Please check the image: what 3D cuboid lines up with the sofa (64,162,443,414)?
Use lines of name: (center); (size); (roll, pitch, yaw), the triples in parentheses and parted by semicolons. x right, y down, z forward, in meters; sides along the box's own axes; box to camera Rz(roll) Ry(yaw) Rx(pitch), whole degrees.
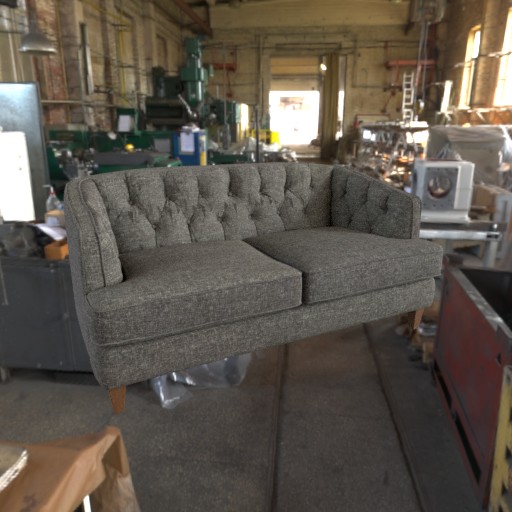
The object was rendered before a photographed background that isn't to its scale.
sofa: (0.000, 0.000, 2.257); (1.733, 0.855, 0.941); (-8, 18, -27)
